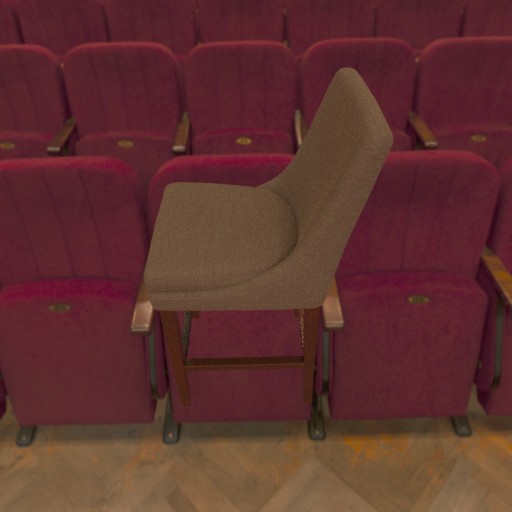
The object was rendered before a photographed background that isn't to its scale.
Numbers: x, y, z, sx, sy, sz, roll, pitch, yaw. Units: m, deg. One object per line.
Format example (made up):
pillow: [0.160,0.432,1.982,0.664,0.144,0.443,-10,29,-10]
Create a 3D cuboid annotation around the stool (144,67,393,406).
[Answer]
stool: [0.000,0.000,1.343,0.577,0.981,0.470,-1,41,-1]
